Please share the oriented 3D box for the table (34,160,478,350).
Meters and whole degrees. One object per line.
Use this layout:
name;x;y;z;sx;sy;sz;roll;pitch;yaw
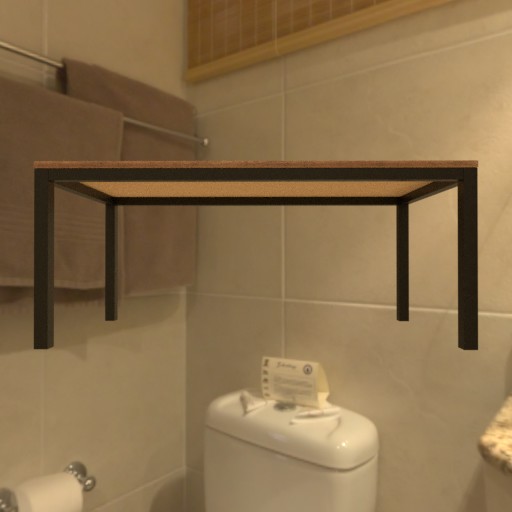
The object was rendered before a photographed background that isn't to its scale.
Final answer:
table;0.000;0.000;2.243;1.805;0.767;0.893;0;0;1
